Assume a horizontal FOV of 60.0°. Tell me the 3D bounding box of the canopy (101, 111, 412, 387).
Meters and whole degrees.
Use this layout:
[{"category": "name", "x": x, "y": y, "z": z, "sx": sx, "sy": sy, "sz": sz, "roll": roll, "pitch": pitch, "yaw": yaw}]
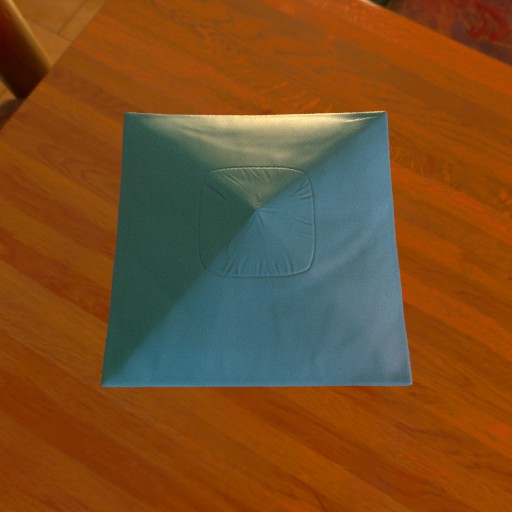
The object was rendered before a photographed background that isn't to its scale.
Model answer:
[{"category": "canopy", "x": 0.000, "y": 0.000, "z": 5.334, "sx": 2.998, "sy": 2.997, "sz": 2.996, "roll": 0, "pitch": 74, "yaw": 0}]
